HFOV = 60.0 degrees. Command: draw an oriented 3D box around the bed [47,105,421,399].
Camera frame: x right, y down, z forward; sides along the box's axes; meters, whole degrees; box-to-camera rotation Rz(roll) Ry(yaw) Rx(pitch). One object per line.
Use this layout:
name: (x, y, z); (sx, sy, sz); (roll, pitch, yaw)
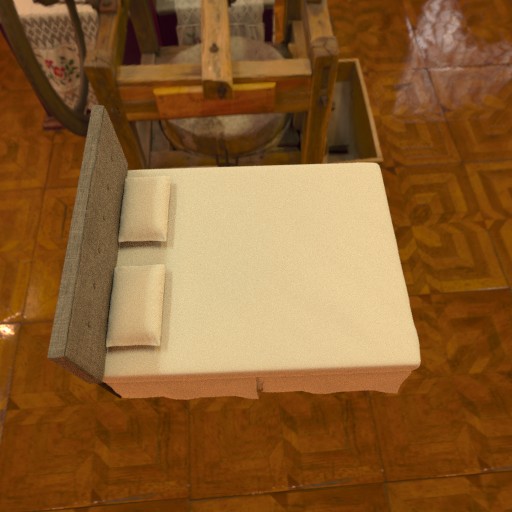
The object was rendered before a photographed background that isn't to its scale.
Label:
bed: (0.000, 0.000, 2.905); (1.958, 1.168, 1.621); (-2, 63, -1)
